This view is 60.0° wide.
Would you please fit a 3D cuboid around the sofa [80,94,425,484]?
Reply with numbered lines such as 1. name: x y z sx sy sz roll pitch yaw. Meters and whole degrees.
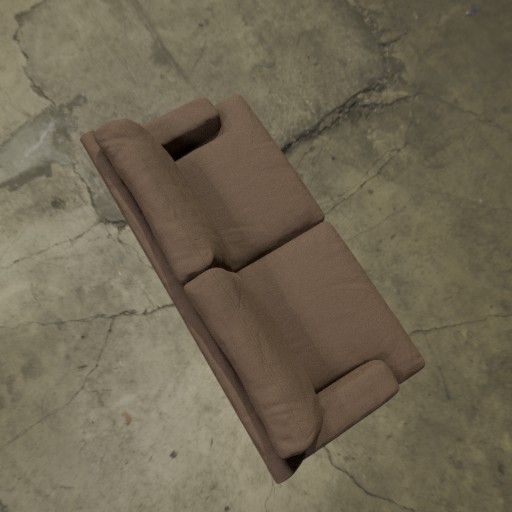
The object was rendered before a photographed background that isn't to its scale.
1. sofa: 0.000 0.000 2.778 1.140 0.950 2.274 -31 78 -8
